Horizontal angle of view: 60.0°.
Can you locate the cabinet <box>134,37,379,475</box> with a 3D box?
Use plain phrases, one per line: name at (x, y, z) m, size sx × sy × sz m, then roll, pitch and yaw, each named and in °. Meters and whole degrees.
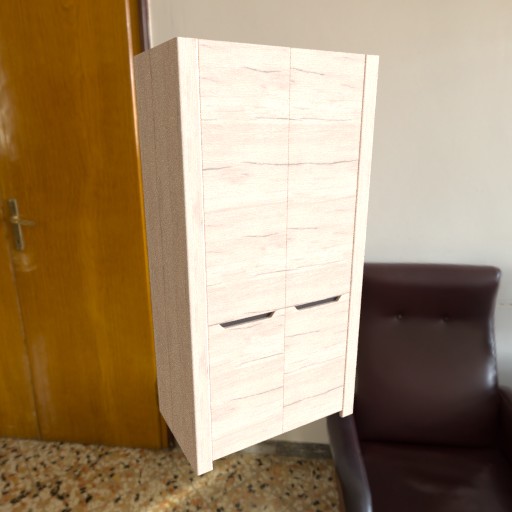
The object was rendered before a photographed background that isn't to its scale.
cabinet at (0.000, 0.000, 2.328) m, size 0.980 × 1.930 × 0.580 m, roll -9°, pitch 19°, yaw -28°
